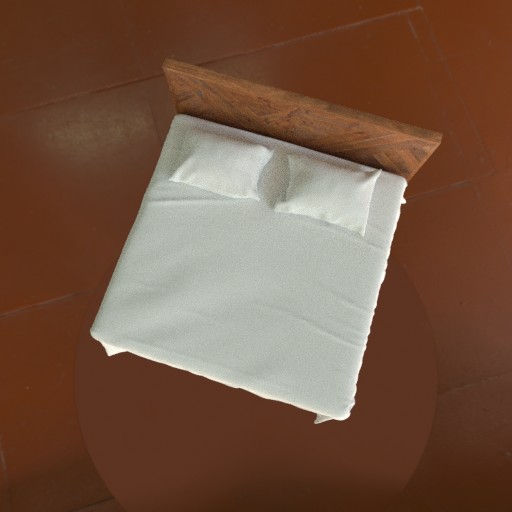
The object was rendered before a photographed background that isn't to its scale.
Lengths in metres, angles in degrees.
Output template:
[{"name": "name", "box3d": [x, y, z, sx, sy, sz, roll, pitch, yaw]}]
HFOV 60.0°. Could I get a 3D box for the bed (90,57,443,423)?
[{"name": "bed", "box3d": [0.000, 0.000, 3.413, 2.255, 1.158, 2.165, 17, 77, 4]}]
